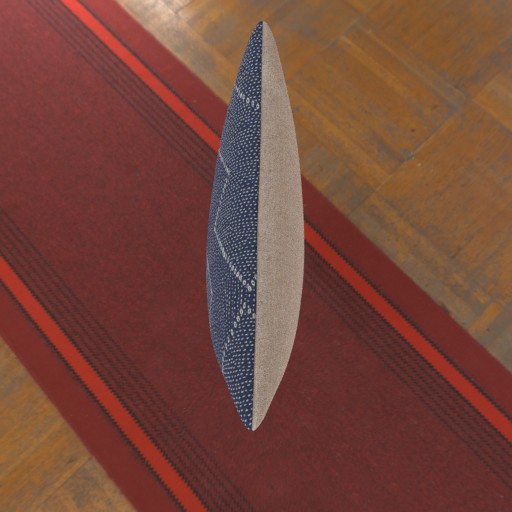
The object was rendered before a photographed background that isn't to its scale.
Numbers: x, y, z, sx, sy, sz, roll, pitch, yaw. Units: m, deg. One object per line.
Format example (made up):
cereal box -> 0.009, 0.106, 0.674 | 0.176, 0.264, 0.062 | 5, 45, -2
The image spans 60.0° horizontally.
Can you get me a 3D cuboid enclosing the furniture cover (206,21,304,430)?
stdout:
furniture cover -> 0.000, 0.000, 0.754 | 0.162, 0.503, 0.511 | 1, 75, 0
